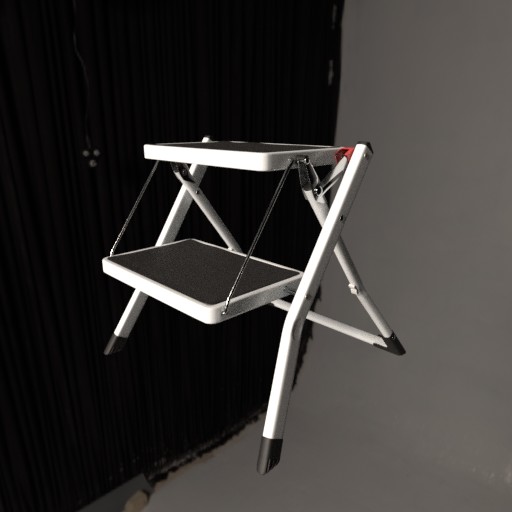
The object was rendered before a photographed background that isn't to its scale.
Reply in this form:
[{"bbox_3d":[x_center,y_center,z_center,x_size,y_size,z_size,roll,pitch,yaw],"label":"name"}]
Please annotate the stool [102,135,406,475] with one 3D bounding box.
[{"bbox_3d":[0.000,0.000,0.868,0.490,0.445,0.485,-16,23,-42],"label":"stool"}]
